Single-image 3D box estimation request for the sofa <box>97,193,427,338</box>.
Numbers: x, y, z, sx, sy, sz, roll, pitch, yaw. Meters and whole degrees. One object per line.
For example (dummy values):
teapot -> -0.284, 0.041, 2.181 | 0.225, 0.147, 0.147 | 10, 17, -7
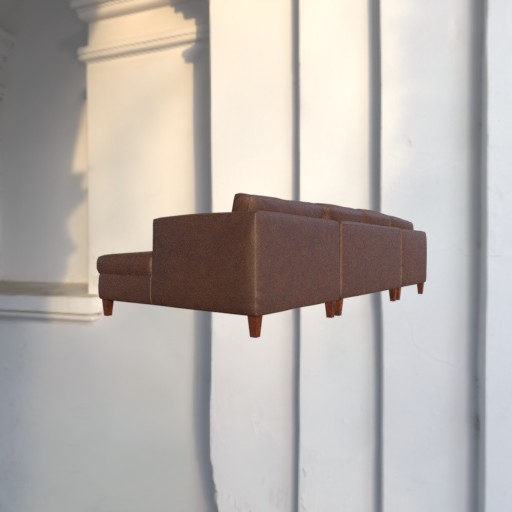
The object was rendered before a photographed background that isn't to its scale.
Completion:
sofa -> 0.000, 0.000, 4.703 | 2.593, 0.923, 3.460 | 1, 1, 37
